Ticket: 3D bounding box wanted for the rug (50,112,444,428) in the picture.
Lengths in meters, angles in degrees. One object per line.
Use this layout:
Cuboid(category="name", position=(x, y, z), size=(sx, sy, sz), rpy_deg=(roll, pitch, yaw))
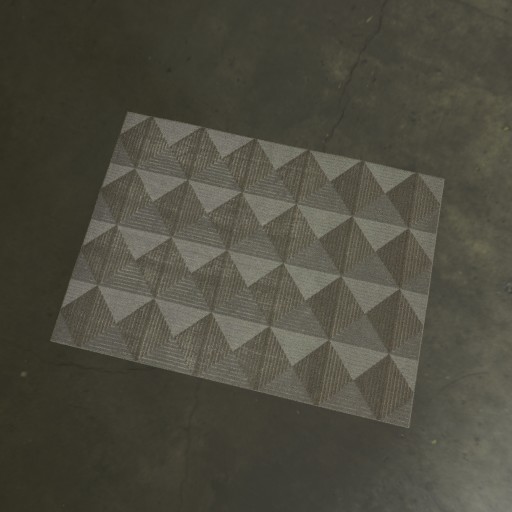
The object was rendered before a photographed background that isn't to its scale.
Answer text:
Cuboid(category="rug", position=(0.000, 0.000, 4.272), size=(3.333, 0.027, 2.428), rpy_deg=(13, 77, 3))
